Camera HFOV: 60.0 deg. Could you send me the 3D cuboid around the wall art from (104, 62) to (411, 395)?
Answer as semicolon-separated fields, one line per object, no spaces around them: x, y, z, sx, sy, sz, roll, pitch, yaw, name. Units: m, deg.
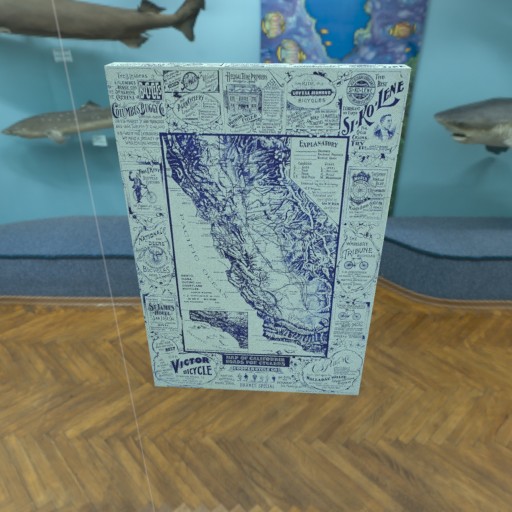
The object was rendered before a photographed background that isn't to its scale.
0.000;0.000;0.471;0.255;0.376;0.025;2;30;3;wall art
